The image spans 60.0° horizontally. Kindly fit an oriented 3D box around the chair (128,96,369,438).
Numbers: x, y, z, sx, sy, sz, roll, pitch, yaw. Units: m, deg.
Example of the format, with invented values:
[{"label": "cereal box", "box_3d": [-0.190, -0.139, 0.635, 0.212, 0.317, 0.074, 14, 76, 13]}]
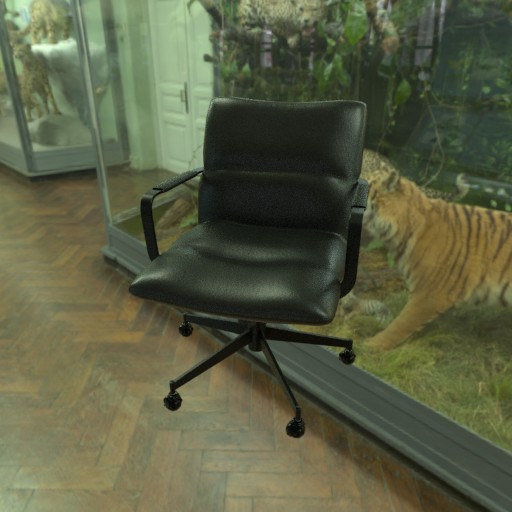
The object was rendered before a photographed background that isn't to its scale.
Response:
[{"label": "chair", "box_3d": [0.000, 0.000, 1.470, 0.719, 0.922, 0.748, 7, 27, 14]}]
